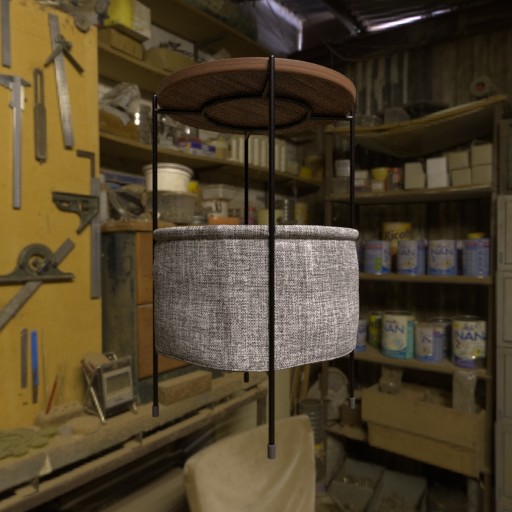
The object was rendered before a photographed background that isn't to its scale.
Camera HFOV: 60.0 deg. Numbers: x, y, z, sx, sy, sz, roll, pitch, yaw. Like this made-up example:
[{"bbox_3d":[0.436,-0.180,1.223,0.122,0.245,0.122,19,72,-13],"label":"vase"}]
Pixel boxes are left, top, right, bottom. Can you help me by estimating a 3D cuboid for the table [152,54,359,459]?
[{"bbox_3d":[0.000,0.000,0.883,0.400,0.623,0.400,1,1,38],"label":"table"}]
